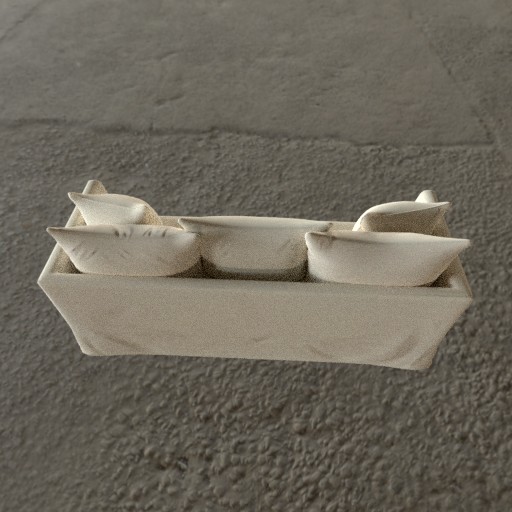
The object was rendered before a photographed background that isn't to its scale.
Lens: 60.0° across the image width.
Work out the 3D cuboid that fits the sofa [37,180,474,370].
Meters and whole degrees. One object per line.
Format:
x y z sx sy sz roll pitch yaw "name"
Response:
0.000 0.000 2.990 2.484 1.042 1.030 2 46 2 "sofa"
